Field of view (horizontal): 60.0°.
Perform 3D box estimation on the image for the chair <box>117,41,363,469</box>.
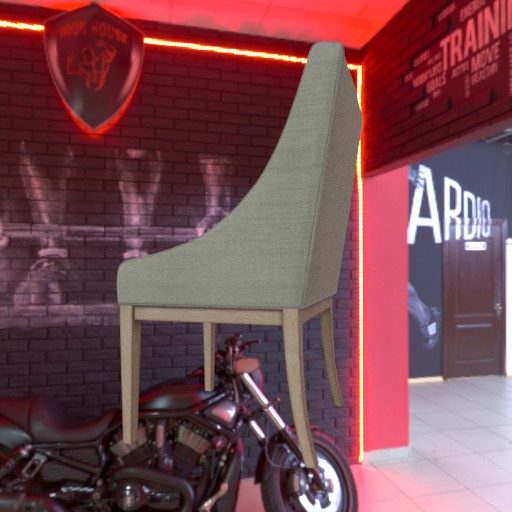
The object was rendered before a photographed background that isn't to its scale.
[{"bbox_3d":[0.000,0.000,1.375,0.611,1.021,0.575,0,-1,19],"label":"chair"}]
